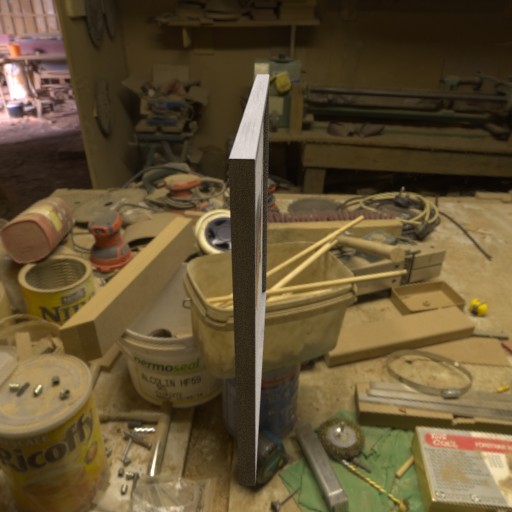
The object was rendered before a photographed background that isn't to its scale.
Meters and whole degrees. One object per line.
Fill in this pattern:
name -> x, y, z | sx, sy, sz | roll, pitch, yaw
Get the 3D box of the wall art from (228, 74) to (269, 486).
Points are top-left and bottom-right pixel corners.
wall art -> 0.000, 0.000, 0.452 | 0.015, 0.303, 0.303 | 2, 31, 3
